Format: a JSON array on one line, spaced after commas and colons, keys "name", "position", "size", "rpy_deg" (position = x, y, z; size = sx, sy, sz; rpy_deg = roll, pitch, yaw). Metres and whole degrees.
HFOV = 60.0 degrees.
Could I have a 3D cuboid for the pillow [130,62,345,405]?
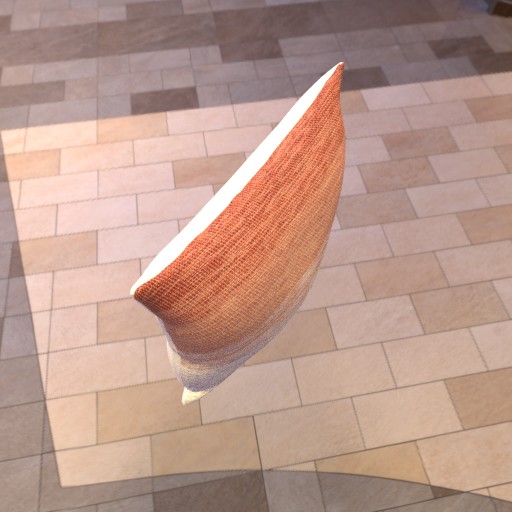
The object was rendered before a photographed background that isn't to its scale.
[{"name": "pillow", "position": [0.000, 0.000, 0.694], "size": [0.182, 0.441, 0.440], "rpy_deg": [30, 63, 17]}]
